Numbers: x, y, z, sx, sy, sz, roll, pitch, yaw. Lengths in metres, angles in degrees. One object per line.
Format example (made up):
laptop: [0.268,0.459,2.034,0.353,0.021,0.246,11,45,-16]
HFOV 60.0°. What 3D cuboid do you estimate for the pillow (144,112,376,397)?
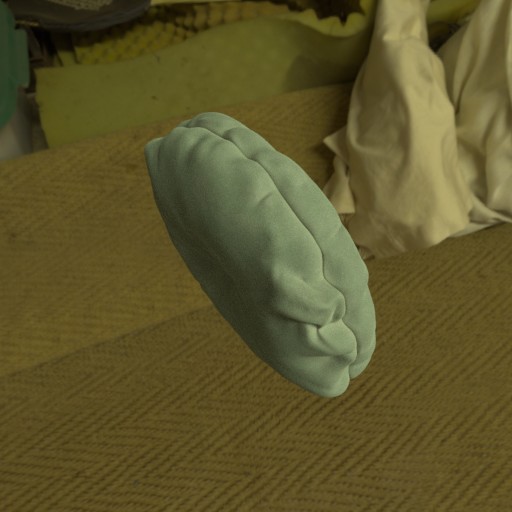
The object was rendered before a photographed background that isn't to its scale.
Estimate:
pillow: [0.000,0.000,0.631,0.148,0.407,0.428,-35,68,-16]
